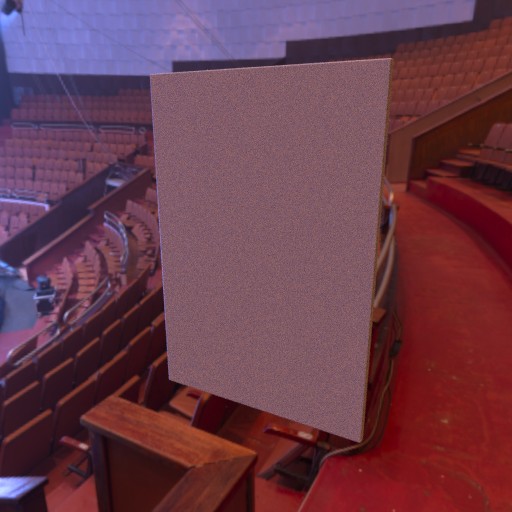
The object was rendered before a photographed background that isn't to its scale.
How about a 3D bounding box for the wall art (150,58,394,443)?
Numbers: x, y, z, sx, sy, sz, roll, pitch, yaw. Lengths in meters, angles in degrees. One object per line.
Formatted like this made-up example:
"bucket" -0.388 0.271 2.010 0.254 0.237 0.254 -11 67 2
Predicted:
"wall art" 0.000 0.000 0.612 0.329 0.482 0.011 9 19 27
